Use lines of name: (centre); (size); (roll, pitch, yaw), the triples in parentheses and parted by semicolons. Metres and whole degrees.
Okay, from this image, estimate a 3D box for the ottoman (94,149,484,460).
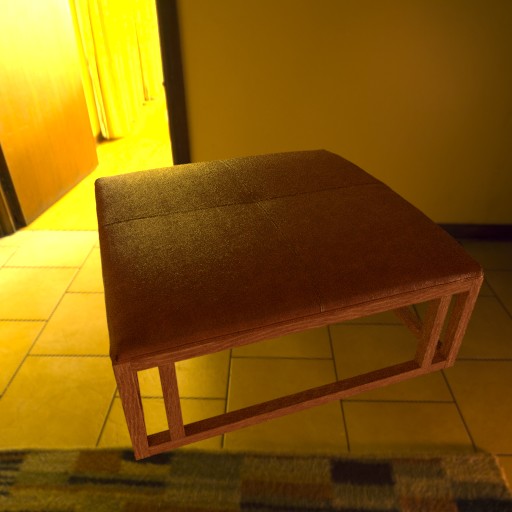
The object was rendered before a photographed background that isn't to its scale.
ottoman: (0.000, 0.000, 1.577); (1.016, 0.442, 1.013); (-11, 35, -16)
